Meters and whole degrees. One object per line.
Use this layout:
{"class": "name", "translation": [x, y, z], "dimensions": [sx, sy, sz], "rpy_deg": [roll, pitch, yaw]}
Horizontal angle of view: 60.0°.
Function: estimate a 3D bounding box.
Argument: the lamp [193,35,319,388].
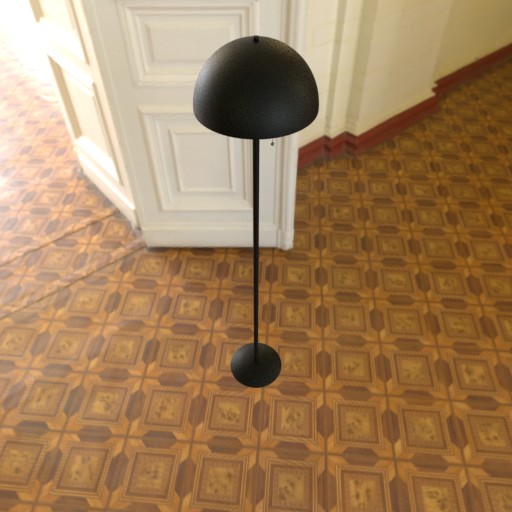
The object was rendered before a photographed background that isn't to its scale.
{"class": "lamp", "translation": [0.000, 0.000, 1.569], "dimensions": [0.328, 1.480, 0.328], "rpy_deg": [3, 46, 3]}
